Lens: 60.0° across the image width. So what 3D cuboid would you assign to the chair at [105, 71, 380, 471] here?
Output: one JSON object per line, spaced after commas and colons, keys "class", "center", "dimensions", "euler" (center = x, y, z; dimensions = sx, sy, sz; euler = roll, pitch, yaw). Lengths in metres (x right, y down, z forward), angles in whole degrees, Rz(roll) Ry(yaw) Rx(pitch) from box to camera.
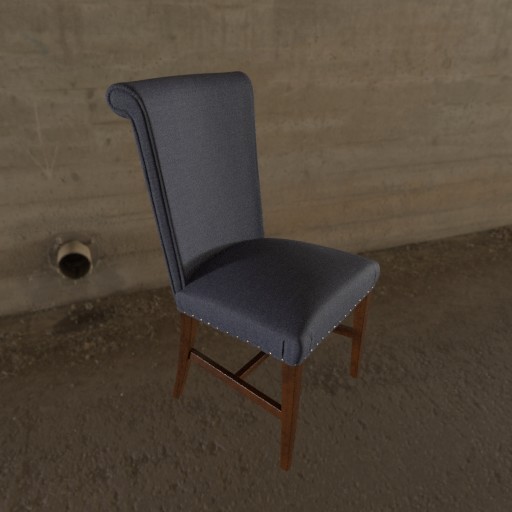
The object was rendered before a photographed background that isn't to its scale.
{"class": "chair", "center": [0.000, 0.000, 1.336], "dimensions": [0.608, 0.988, 0.513], "euler": [18, 32, 32]}
